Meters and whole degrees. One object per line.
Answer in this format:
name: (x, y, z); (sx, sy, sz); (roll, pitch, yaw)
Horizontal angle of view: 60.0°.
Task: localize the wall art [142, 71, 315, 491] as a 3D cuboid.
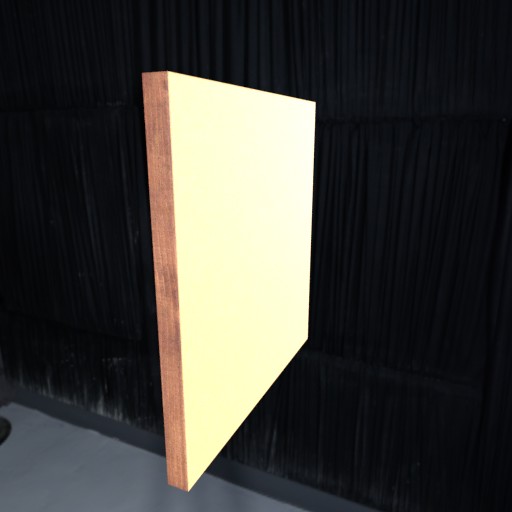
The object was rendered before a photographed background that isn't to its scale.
wall art: (0.000, 0.000, 0.822); (0.037, 0.572, 0.554); (7, 17, 24)
